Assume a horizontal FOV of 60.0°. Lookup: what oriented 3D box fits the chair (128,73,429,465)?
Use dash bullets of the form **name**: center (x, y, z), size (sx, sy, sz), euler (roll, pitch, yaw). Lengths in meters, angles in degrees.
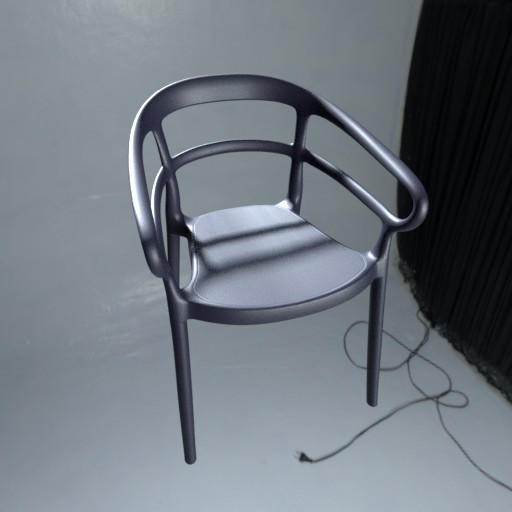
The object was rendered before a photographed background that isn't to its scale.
- **chair**: center (0.000, 0.000, 1.102), size (0.559, 0.761, 0.527), euler (-11, 34, -16)
